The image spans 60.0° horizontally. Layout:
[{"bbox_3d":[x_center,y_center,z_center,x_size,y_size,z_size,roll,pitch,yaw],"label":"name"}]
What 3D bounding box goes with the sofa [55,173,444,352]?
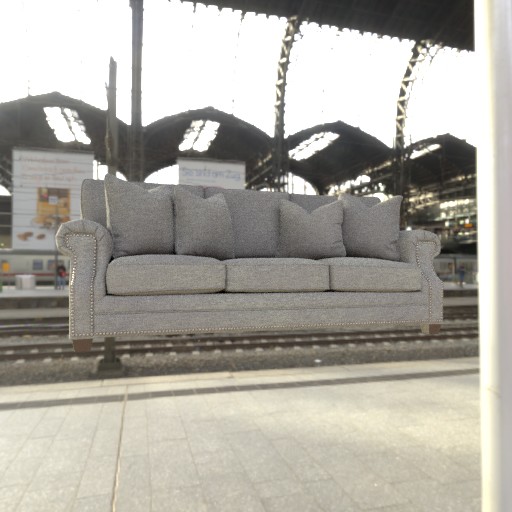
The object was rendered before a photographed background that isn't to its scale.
[{"bbox_3d":[0.000,0.000,2.876,2.312,0.975,0.965,1,-2,-17],"label":"sofa"}]
